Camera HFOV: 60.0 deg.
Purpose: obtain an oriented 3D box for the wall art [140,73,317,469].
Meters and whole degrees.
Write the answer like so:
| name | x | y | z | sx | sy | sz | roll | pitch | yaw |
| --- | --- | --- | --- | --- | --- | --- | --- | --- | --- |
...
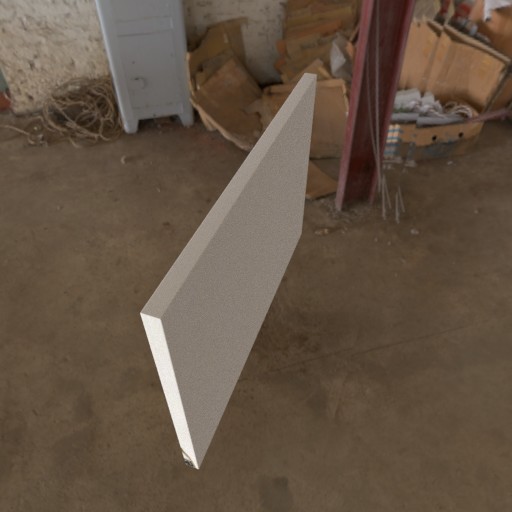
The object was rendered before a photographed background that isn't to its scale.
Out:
| name | x | y | z | sx | sy | sz | roll | pitch | yaw |
| --- | --- | --- | --- | --- | --- | --- | --- | --- | --- |
| wall art | 0.000 | 0.000 | 1.157 | 0.038 | 0.601 | 0.898 | 15 | 47 | 14 |
